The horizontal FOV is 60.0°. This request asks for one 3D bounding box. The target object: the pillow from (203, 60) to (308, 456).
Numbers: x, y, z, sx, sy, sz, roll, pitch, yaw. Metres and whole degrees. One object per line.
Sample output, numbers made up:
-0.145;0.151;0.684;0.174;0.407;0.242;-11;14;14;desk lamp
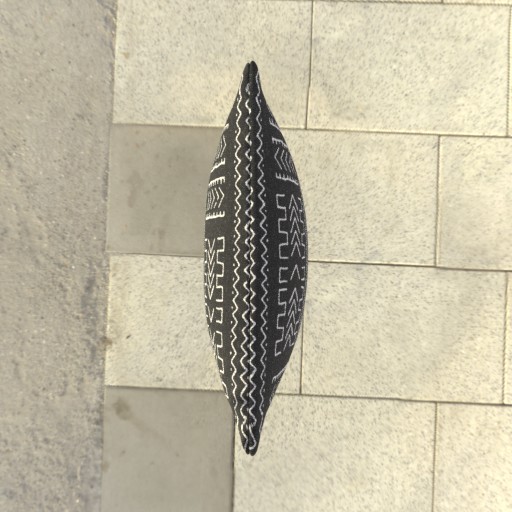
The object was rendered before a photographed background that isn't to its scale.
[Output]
0.000;0.000;0.689;0.164;0.430;0.438;0;90;2;pillow
